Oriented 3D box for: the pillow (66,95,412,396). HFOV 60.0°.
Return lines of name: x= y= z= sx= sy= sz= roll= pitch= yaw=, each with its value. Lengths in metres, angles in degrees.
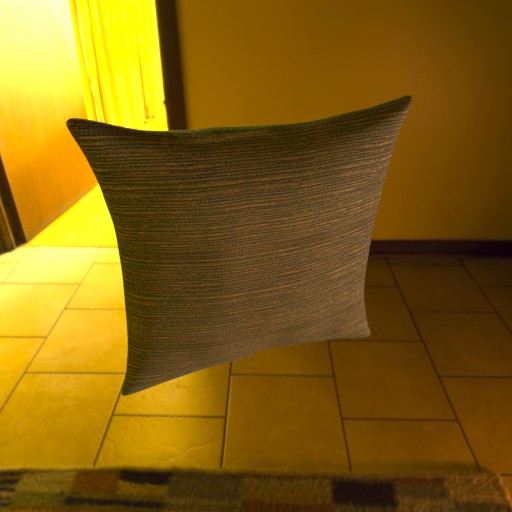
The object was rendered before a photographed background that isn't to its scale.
pillow: x=0.000 y=0.000 z=0.750 sx=0.514 sy=0.497 sz=0.150 roll=-10 pitch=33 yaw=-16
